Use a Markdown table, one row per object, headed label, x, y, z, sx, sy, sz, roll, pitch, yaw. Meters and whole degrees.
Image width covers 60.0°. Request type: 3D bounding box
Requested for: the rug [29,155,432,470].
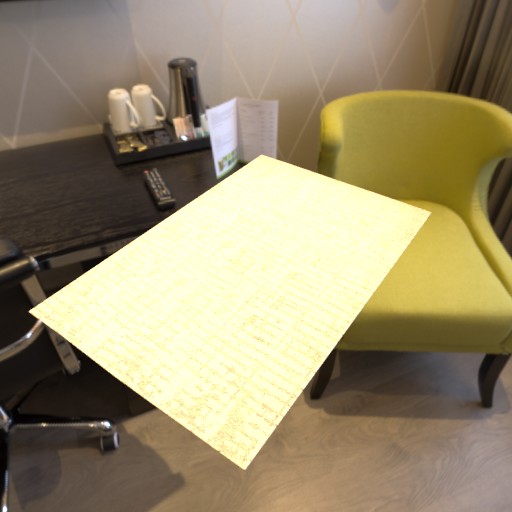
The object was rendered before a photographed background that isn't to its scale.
| label | x | y | z | sx | sy | sz | roll | pitch | yaw |
| --- | --- | --- | --- | --- | --- | --- | --- | --- | --- |
| rug | 0.000 | 0.000 | 2.290 | 1.211 | 0.007 | 1.827 | 25 | 47 | 26 |
